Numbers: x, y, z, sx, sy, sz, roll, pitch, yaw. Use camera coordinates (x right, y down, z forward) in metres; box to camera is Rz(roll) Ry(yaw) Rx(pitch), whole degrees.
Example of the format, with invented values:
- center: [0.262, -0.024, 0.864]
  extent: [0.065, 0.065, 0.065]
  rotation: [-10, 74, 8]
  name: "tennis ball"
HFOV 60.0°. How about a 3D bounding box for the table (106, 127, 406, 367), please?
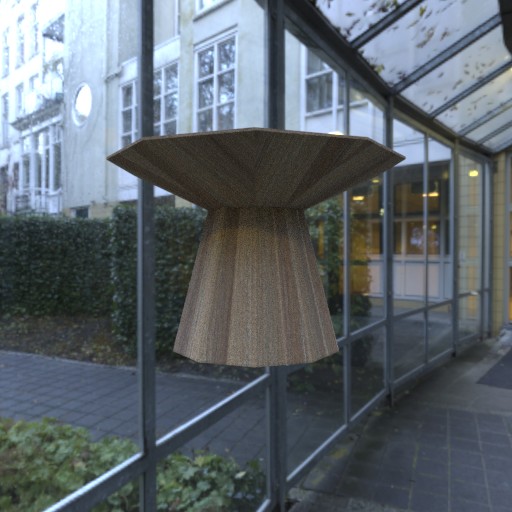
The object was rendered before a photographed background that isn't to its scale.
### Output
- center: [0.000, 0.000, 1.859]
  extent: [1.186, 0.752, 1.186]
  rotation: [0, 1, 0]
  name: "table"
